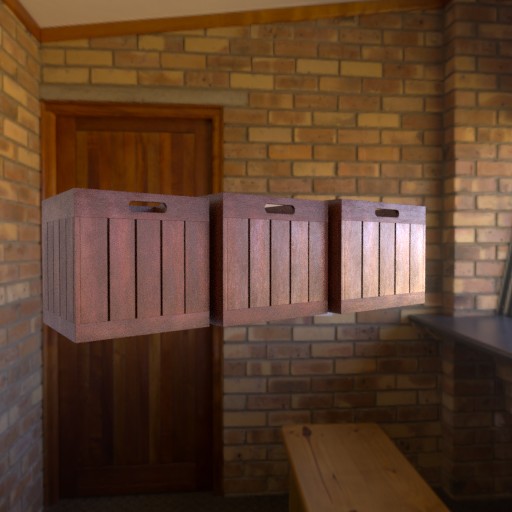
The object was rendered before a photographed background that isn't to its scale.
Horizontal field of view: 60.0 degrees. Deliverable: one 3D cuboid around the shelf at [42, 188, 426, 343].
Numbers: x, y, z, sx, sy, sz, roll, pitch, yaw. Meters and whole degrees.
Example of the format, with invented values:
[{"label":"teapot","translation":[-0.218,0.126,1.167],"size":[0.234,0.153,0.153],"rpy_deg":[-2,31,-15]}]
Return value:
[{"label":"shelf","translation":[0.000,0.000,1.265],"size":[1.064,0.311,0.393],"rpy_deg":[-1,1,-37]}]
